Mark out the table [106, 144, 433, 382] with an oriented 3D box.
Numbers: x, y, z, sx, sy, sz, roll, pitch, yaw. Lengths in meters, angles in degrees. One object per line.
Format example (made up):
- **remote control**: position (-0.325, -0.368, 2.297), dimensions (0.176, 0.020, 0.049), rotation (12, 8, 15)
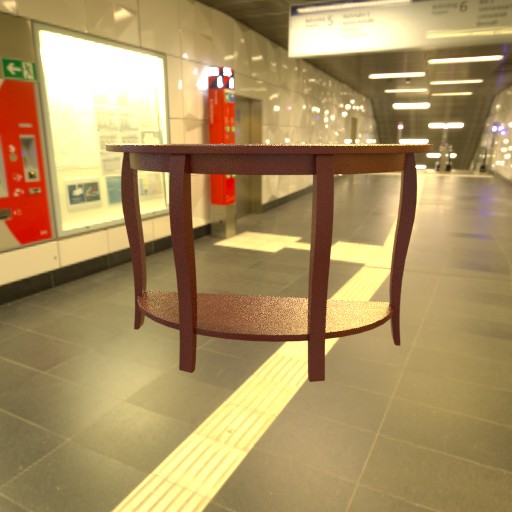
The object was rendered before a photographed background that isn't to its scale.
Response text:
- **table**: position (0.000, 0.000, 1.600), dimensions (1.219, 0.779, 0.405), rotation (2, 15, 8)
